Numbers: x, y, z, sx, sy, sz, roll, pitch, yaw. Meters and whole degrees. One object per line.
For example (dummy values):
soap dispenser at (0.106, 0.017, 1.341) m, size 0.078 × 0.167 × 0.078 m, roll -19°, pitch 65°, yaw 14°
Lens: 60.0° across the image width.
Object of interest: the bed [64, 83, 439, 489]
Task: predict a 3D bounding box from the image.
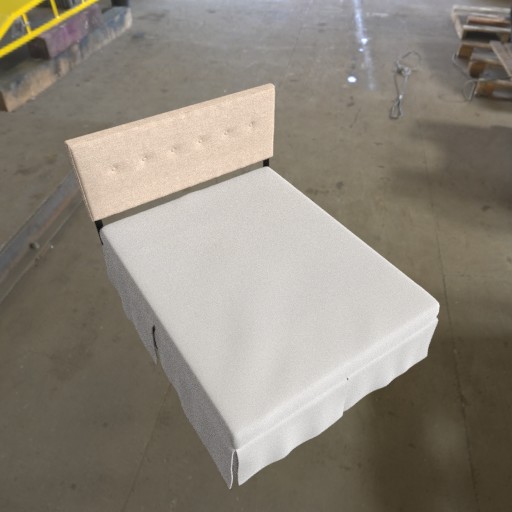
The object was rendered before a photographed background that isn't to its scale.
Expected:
bed at (0.000, 0.000, 2.928) m, size 1.643 × 1.270 × 1.978 m, roll -25°, pitch 49°, yaw -24°
